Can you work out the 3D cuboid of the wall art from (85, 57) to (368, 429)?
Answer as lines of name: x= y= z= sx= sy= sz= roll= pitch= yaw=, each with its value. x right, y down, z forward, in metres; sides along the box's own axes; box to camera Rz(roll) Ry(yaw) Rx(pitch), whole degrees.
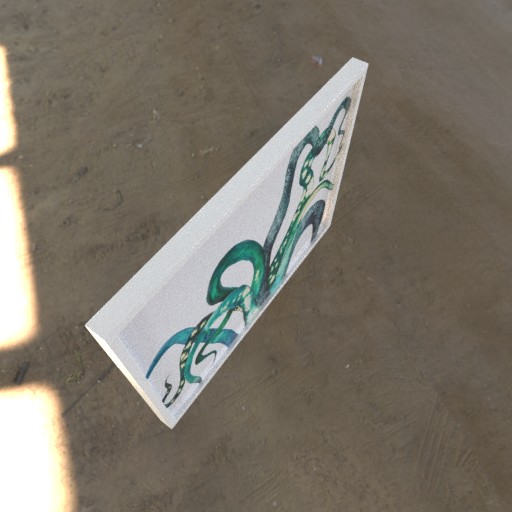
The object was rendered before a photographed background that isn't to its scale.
wall art: x=0.000 y=0.000 z=1.391 sx=0.053 sy=0.787 sz=1.041 roll=31 pitch=63 yaw=18
